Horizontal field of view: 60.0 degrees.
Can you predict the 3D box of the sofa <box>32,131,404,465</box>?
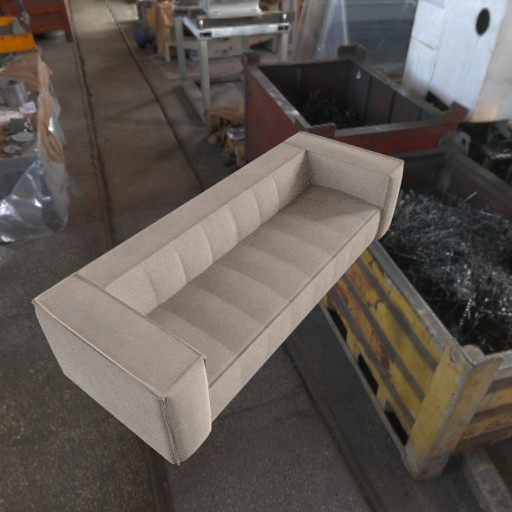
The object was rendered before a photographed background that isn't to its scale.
[{"bbox_3d":[0.000,0.000,3.109,1.038,0.680,2.697,25,46,27],"label":"sofa"}]
